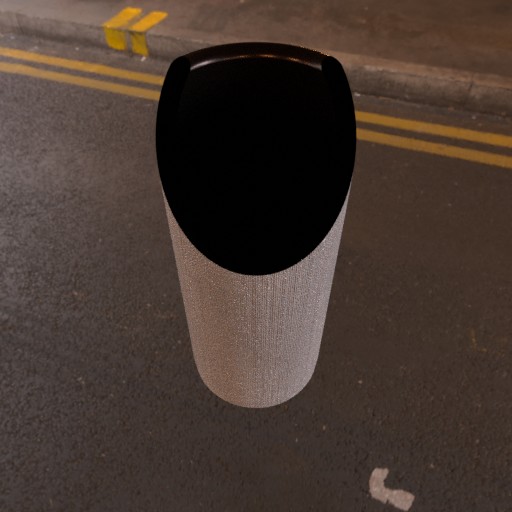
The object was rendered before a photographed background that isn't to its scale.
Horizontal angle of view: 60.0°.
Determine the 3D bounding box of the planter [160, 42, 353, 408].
[{"bbox_3d":[0.000,0.000,0.128,0.045,0.103,0.045,-23,51,-21],"label":"planter"}]
